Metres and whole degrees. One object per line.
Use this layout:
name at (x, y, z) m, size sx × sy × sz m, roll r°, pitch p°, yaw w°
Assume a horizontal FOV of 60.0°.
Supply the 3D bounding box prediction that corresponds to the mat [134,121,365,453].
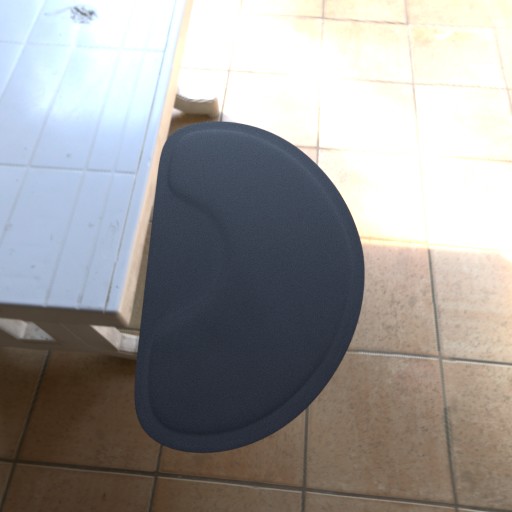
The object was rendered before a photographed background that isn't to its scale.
mat at (0.000, 0.000, 1.878) m, size 0.913 × 0.013 × 1.524 m, roll -1°, pitch 63°, yaw 0°
